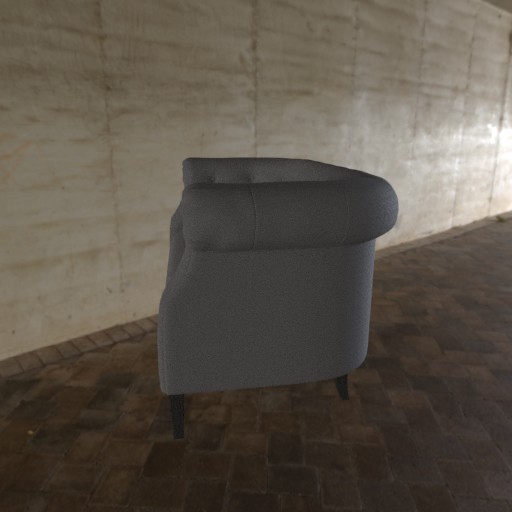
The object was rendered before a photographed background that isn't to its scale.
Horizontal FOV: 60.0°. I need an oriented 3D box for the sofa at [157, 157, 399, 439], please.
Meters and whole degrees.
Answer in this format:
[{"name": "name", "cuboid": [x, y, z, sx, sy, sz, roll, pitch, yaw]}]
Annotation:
[{"name": "sofa", "cuboid": [0.000, 0.000, 2.040, 0.835, 0.827, 1.558, -2, 16, -9]}]
